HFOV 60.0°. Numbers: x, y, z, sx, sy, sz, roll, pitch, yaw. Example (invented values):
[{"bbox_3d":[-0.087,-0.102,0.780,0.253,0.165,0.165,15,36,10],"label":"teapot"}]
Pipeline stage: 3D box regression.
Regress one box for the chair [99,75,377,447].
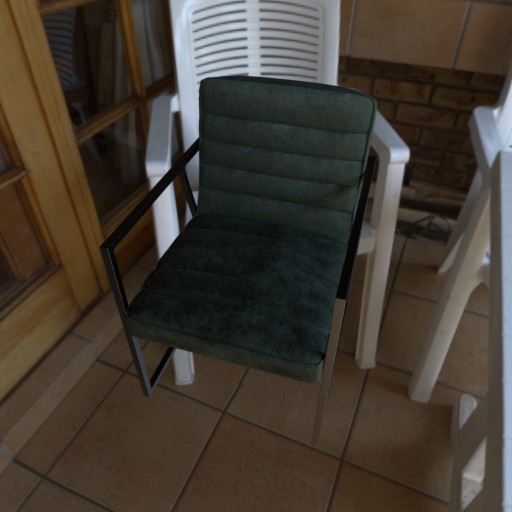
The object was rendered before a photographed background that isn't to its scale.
[{"bbox_3d":[0.000,0.000,1.313,0.571,0.833,0.677,12,42,13],"label":"chair"}]
